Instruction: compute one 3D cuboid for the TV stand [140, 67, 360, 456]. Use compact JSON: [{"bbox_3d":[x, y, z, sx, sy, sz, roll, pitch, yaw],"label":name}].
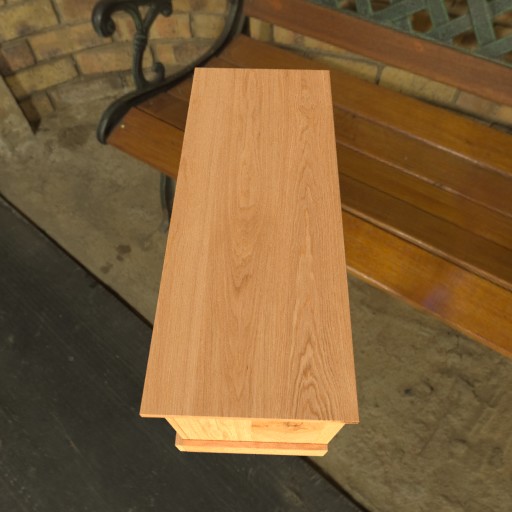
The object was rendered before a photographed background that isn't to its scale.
[{"bbox_3d":[0.000,0.000,1.385,0.440,0.550,1.080,2,59,1],"label":"TV stand"}]
